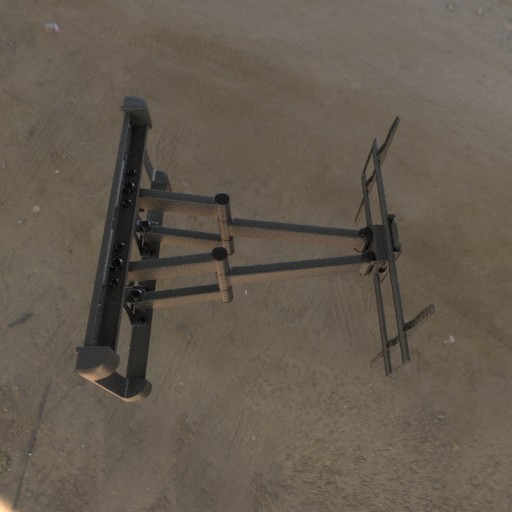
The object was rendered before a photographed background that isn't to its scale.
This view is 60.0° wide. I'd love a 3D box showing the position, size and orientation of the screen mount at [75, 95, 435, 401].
[{"bbox_3d":[0.000,0.000,0.956,0.556,0.424,0.571,0,64,0],"label":"screen mount"}]
